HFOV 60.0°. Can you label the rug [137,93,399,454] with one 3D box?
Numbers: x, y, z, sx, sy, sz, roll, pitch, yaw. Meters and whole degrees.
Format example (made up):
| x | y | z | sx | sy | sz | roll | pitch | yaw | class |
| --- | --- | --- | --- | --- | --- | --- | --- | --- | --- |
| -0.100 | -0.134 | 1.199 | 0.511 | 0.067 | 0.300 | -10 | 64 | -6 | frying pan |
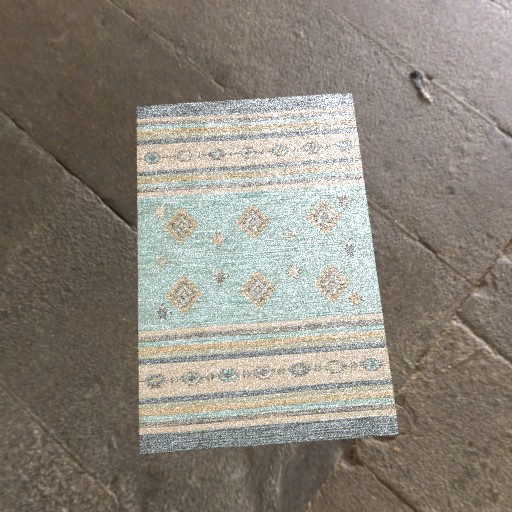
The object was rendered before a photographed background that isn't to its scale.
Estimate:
| x | y | z | sx | sy | sz | roll | pitch | yaw | class |
| --- | --- | --- | --- | --- | --- | --- | --- | --- | --- |
| 0.000 | 0.000 | 2.279 | 1.212 | 0.010 | 1.811 | -4 | 76 | -1 | rug |
